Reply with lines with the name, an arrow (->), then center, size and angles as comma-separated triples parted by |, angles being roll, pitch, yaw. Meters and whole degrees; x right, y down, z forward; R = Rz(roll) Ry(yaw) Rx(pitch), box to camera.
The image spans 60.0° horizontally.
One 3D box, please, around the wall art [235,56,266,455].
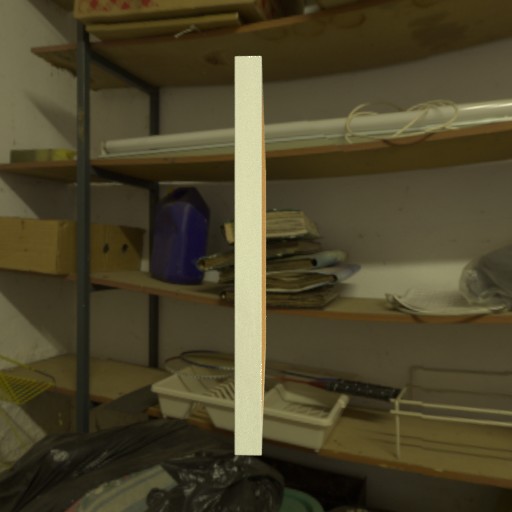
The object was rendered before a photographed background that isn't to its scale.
wall art -> 0.000, 0.000, 1.395 | 0.053, 0.787, 1.041 | 0, 0, 2
